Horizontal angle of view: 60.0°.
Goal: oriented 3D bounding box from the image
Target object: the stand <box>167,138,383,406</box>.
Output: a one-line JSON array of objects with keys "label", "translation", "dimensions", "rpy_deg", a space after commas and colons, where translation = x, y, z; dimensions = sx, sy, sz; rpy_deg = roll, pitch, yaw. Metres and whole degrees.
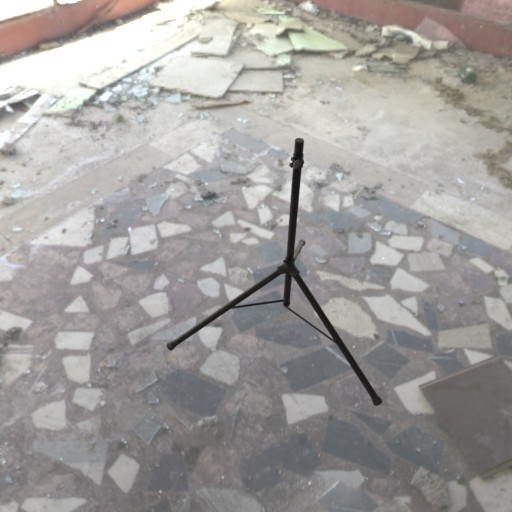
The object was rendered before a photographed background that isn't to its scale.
[{"label": "stand", "translation": [0.000, 0.000, 2.779], "dimensions": [1.339, 1.595, 1.596], "rpy_deg": [-10, 47, -9]}]
